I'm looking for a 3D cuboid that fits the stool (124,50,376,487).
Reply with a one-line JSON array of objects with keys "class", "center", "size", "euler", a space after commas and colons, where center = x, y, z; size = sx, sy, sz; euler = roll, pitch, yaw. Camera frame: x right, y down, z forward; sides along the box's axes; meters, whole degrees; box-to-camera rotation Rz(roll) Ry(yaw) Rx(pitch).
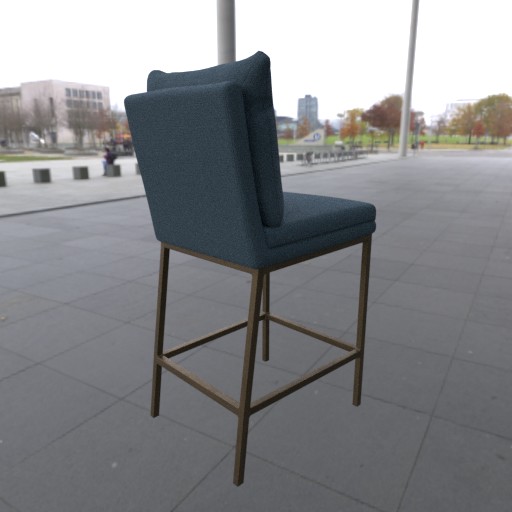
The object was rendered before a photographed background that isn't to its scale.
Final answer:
[{"class": "stool", "center": [0.000, 0.000, 1.314], "size": [0.568, 1.032, 0.463], "euler": [-14, 20, -42]}]
